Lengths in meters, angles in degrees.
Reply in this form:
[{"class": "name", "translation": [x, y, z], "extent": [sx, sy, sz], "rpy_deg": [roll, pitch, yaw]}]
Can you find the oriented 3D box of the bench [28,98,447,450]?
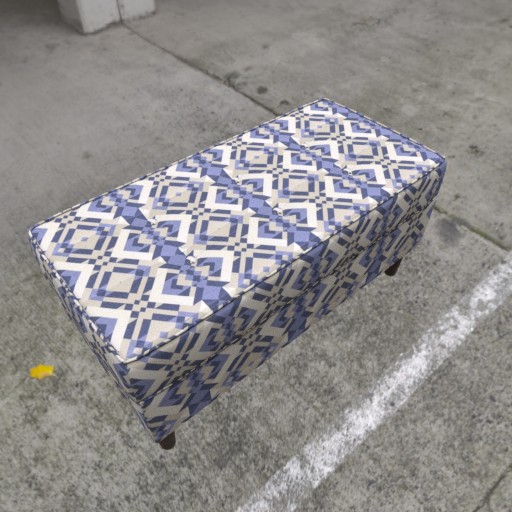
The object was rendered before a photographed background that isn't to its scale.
[{"class": "bench", "translation": [0.000, 0.000, 1.276], "extent": [1.016, 0.477, 0.492], "rpy_deg": [-31, 54, -27]}]
